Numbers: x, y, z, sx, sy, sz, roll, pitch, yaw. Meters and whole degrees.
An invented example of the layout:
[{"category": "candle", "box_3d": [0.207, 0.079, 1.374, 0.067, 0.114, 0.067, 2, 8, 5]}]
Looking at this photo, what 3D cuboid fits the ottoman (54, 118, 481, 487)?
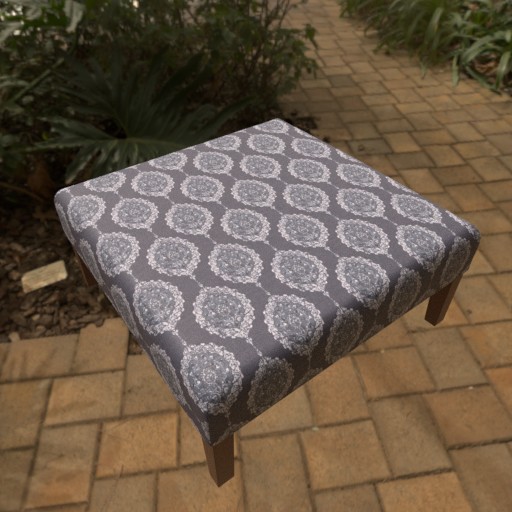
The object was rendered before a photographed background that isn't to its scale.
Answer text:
[{"category": "ottoman", "box_3d": [0.000, 0.000, 1.373, 0.889, 0.409, 0.890, -26, 48, -27]}]
